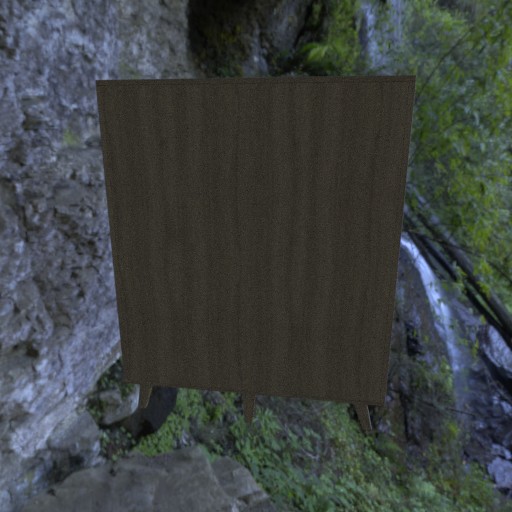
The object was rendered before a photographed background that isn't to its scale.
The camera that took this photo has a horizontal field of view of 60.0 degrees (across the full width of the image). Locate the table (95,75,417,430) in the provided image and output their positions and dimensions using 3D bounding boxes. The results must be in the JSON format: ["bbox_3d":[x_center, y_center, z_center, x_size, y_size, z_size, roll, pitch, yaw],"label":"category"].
[{"bbox_3d":[0.000,0.000,1.899,1.111,1.388,0.398,2,17,8],"label":"table"}]
